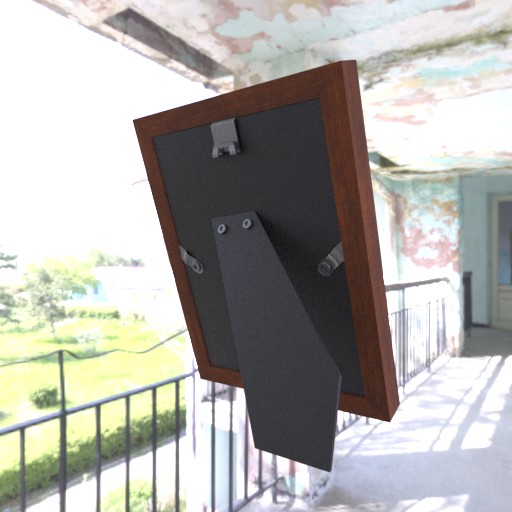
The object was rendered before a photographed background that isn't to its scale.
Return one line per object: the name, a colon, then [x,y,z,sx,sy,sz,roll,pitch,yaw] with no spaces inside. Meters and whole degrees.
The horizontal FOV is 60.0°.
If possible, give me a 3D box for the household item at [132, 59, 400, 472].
household item: [0.000,0.000,0.294,0.160,0.204,0.096,0,0,37]
